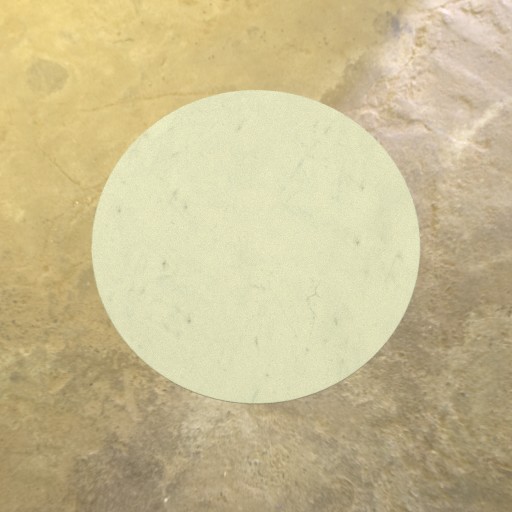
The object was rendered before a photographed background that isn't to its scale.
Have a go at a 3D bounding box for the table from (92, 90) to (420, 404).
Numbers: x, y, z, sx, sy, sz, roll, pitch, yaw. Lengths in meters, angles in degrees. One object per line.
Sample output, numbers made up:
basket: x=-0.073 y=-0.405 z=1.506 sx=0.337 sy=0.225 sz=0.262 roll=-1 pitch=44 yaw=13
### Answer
table: x=0.000 y=0.000 z=1.299 sx=0.800 sy=0.450 sz=0.800 roll=0 pitch=75 yaw=0
